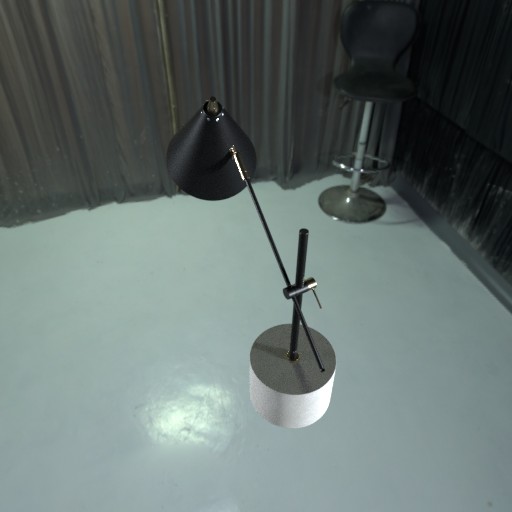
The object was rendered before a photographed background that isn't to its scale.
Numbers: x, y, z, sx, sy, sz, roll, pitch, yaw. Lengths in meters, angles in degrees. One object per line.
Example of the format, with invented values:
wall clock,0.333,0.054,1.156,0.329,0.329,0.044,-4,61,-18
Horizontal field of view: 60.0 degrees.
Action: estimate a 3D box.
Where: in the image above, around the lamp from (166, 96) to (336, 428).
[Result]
lamp,0.000,0.000,0.739,0.214,0.518,0.403,-13,42,-14
